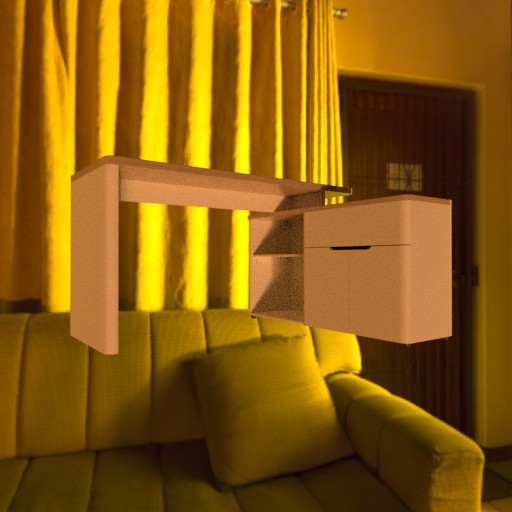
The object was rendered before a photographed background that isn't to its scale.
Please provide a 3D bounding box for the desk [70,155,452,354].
[{"bbox_3d":[0.000,0.000,2.093,1.400,0.770,1.175,0,0,-36],"label":"desk"}]
